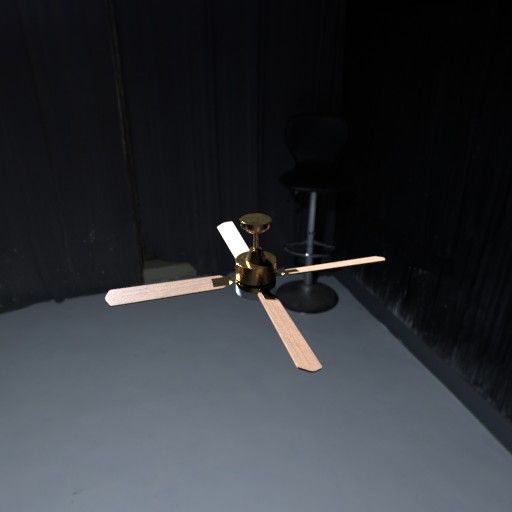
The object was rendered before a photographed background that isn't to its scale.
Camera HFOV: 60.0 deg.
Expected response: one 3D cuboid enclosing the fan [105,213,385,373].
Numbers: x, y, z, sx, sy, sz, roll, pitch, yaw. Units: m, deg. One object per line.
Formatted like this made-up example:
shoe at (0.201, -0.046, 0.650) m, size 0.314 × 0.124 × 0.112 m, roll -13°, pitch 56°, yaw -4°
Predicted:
fan at (0.000, 0.000, 1.982) m, size 1.320 × 0.355 × 1.320 m, roll -8°, pitch 28°, yaw -15°
